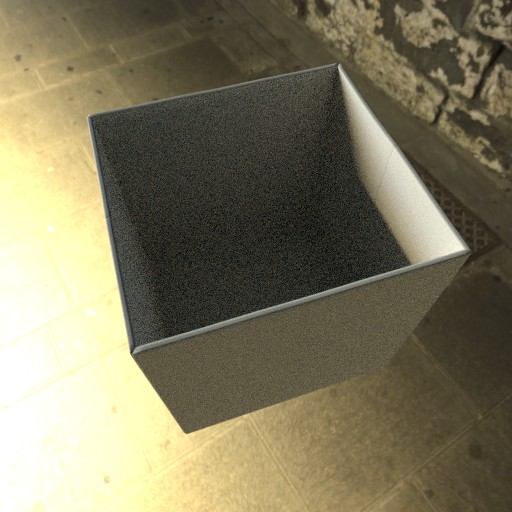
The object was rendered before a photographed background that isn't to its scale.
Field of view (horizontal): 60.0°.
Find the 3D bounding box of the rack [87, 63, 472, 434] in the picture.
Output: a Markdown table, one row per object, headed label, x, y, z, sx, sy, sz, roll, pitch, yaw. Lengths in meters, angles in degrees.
| label | x | y | z | sx | sy | sz | roll | pitch | yaw |
| --- | --- | --- | --- | --- | --- | --- | --- | --- | --- |
| rack | 0.000 | 0.000 | 0.503 | 0.270 | 0.280 | 0.270 | -15 | 59 | -10 |
